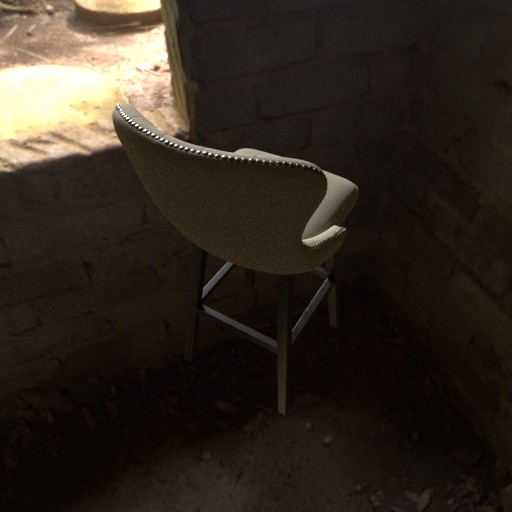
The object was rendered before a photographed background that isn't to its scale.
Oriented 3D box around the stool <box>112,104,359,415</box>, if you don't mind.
[{"bbox_3d":[0.000,0.000,1.374,0.528,1.066,0.605,23,49,22],"label":"stool"}]
